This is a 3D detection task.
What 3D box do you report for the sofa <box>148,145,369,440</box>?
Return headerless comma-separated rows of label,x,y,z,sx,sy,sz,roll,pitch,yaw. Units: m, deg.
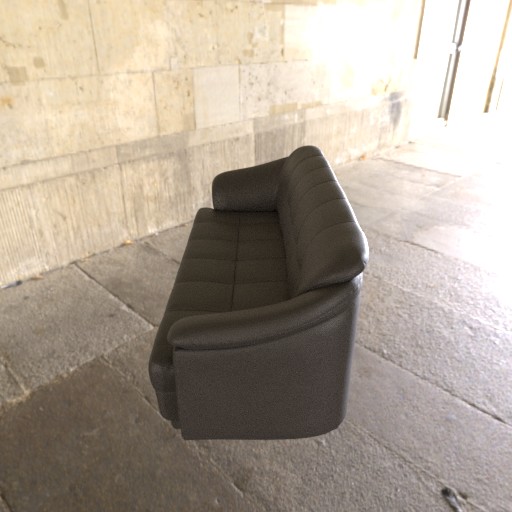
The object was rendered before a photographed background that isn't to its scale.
sofa,0.000,0.000,2.286,0.800,0.811,1.829,0,27,0
